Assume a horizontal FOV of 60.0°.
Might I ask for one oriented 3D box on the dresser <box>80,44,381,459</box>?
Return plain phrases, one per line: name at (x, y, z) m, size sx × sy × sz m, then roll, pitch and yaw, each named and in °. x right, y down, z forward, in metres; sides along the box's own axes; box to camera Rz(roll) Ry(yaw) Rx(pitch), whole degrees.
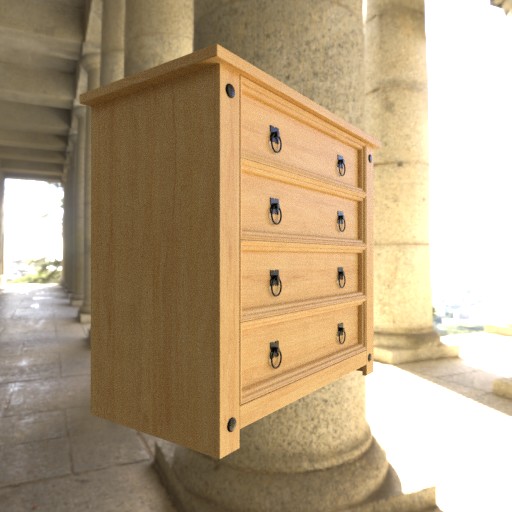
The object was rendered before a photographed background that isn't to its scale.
dresser at (0.000, 0.000, 1.207) m, size 0.410 × 0.730 × 0.800 m, roll 0°, pitch 0°, yaw 36°
